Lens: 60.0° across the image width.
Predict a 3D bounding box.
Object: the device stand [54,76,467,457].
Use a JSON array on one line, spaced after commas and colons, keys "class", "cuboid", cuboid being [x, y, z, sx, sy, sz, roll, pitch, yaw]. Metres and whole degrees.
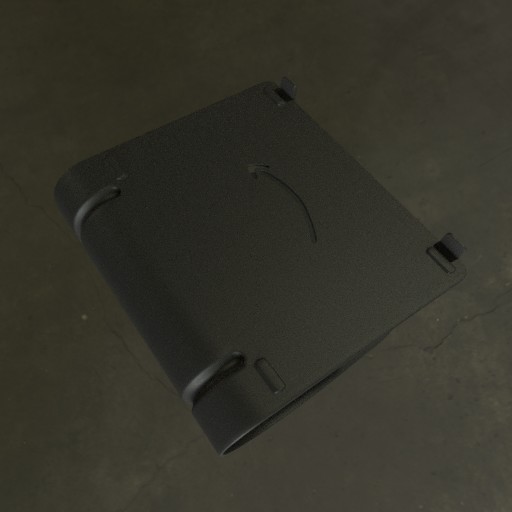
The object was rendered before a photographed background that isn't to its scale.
[{"class": "device stand", "cuboid": [0.000, 0.000, 0.397, 0.236, 0.155, 0.256, -34, 70, -15]}]
